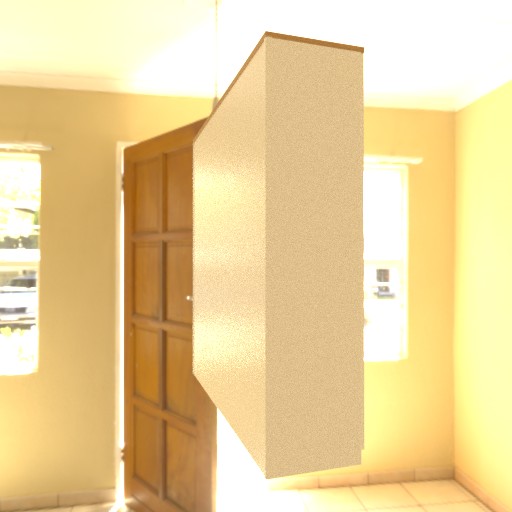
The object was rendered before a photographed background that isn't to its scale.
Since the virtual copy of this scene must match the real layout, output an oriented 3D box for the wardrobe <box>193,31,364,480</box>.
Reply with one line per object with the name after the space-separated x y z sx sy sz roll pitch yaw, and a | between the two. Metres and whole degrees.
0.000 0.000 3.349 0.590 2.260 2.160 0 0 -18 | wardrobe
